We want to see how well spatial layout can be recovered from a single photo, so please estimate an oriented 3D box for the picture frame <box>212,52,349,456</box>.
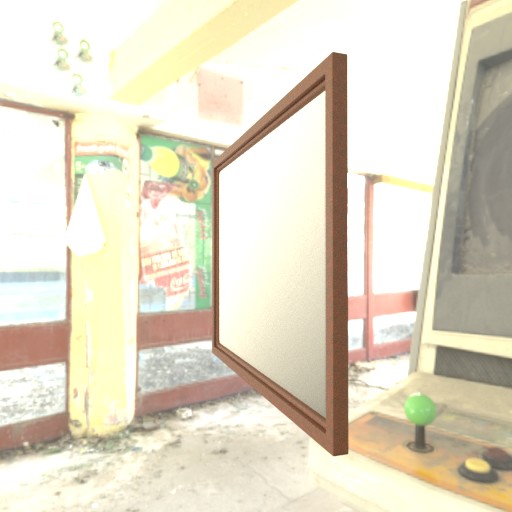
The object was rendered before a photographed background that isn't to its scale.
[{"bbox_3d":[0.000,0.000,1.748,0.045,1.018,1.329,0,-1,-19],"label":"picture frame"}]
